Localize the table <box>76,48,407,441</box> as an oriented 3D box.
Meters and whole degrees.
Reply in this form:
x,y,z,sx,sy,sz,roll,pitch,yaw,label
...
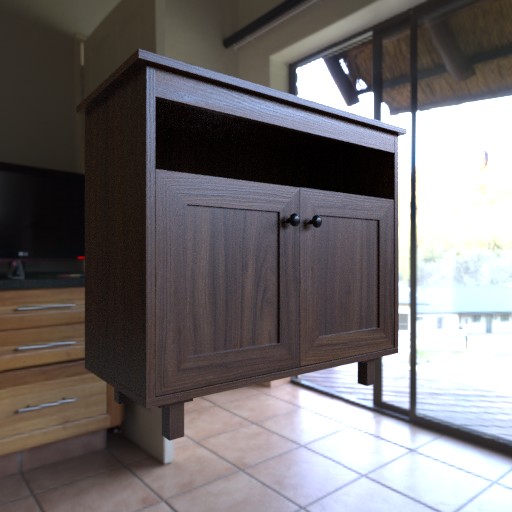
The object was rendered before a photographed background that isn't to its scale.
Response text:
x,y,z,sx,sy,sz,roll,pitch,yaw,label
0.000,0.000,1.166,0.802,0.725,0.390,0,0,-37,table
